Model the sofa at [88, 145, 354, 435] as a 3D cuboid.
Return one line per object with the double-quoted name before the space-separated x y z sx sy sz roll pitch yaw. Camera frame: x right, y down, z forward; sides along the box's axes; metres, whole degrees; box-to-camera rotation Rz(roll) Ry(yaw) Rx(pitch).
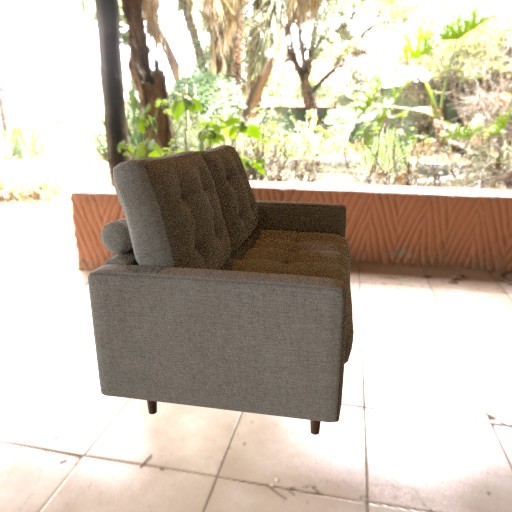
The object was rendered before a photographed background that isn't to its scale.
"sofa" 0.000 0.000 1.964 0.842 0.907 1.407 3 17 10
